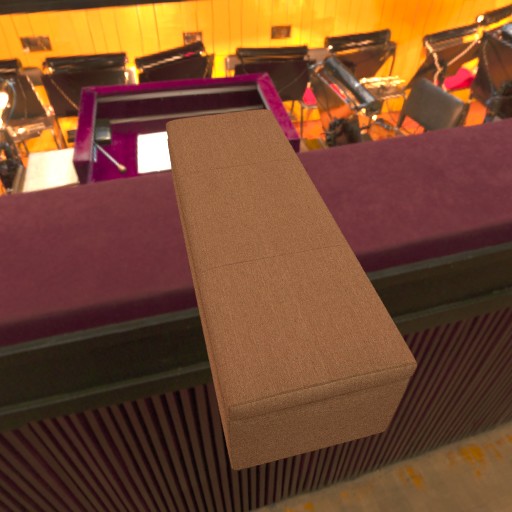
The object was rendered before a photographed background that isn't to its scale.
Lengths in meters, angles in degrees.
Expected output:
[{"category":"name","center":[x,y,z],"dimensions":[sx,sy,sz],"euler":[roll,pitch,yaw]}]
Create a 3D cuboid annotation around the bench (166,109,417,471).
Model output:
[{"category":"bench","center":[0.000,0.000,1.518],"dimensions":[0.446,0.438,1.269],"euler":[-10,46,-10]}]
